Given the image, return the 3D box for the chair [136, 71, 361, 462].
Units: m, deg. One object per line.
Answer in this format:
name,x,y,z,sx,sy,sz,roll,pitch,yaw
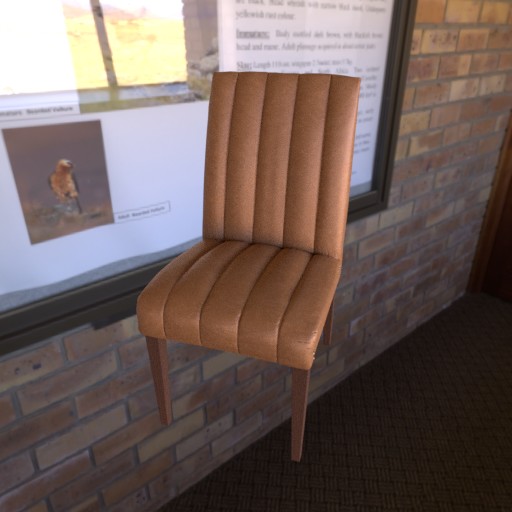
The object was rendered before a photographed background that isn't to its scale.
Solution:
chair,0.000,0.000,1.377,0.511,1.016,0.647,8,28,16
